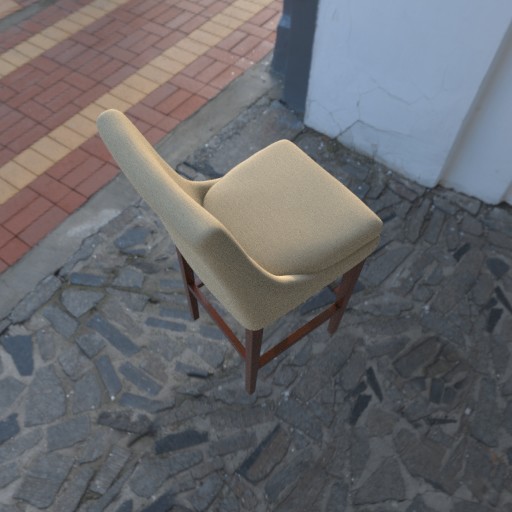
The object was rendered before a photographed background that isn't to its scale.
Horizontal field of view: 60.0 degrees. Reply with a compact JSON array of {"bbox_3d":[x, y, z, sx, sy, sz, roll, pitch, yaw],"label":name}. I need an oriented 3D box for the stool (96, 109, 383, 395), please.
[{"bbox_3d":[0.000,0.000,1.366,0.577,1.078,0.470,-32,62,-19],"label":"stool"}]
